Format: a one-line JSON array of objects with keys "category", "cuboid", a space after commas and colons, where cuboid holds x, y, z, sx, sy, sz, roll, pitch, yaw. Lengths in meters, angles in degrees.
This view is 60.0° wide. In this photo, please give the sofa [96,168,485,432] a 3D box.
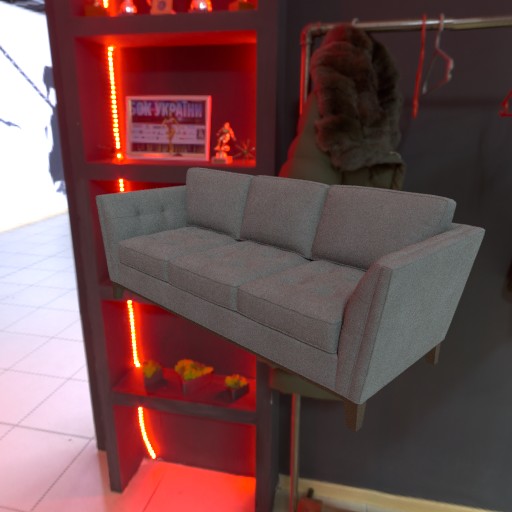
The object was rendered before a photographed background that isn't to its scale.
[{"category": "sofa", "cuboid": [0.000, 0.000, 2.846, 0.965, 0.940, 2.387, -16, 23, -42]}]
